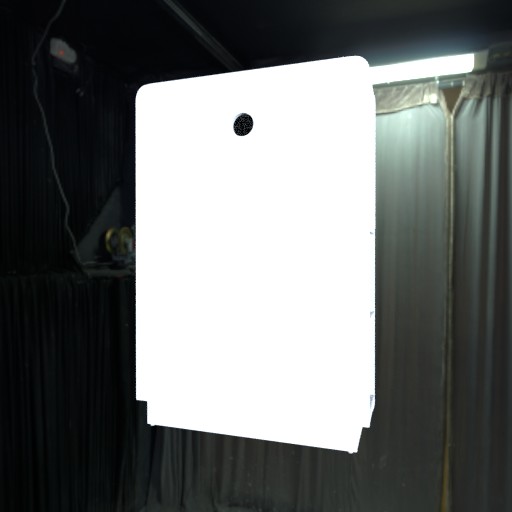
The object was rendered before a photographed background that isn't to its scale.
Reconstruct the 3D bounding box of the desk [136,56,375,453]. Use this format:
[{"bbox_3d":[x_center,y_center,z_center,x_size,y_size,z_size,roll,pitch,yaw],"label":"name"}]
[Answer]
[{"bbox_3d":[0.000,0.000,1.558,0.795,1.190,0.278,0,0,18],"label":"desk"}]
